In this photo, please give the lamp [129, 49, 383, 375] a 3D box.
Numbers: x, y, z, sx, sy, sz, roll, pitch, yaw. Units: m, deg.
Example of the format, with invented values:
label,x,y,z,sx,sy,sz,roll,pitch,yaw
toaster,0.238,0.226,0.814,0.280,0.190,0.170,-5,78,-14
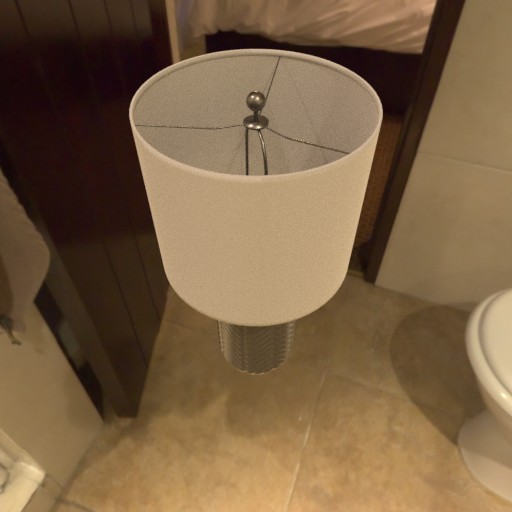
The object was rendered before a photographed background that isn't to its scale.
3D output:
label,x,y,z,sx,sy,sz,roll,pitch,yaw
lamp,0.000,0.000,0.499,0.203,0.389,0.203,-12,49,-11
